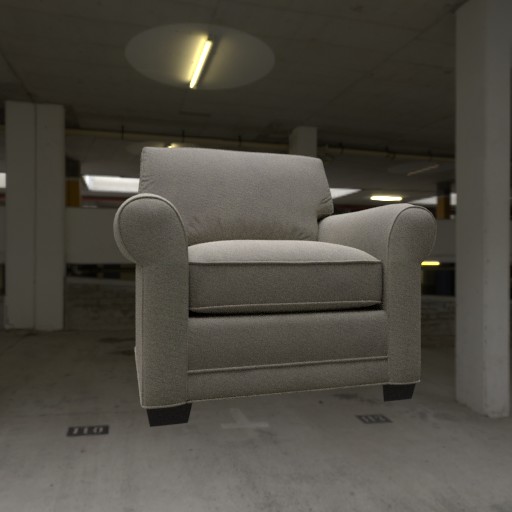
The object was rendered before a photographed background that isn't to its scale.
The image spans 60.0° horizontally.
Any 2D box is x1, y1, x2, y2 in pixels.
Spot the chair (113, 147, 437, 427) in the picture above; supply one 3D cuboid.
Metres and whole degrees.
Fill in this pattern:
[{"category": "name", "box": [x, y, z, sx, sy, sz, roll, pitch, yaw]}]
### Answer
[{"category": "chair", "box": [0.000, 0.000, 1.893, 1.147, 1.044, 0.939, 0, 0, -17]}]
